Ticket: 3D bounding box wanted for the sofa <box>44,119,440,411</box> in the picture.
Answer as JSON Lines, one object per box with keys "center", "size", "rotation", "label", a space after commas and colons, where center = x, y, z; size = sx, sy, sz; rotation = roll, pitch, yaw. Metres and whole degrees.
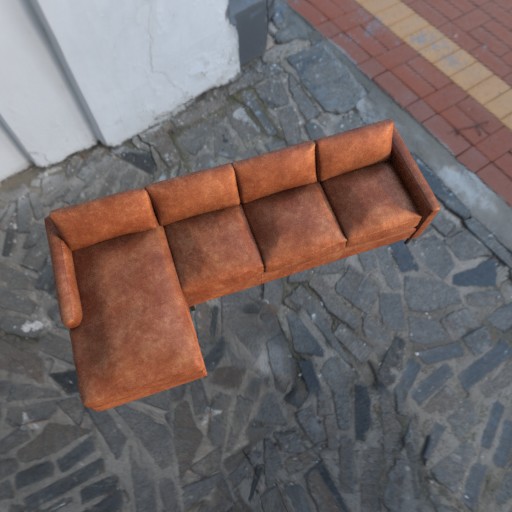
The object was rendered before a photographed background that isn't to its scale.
{"center": [0.000, 0.000, 3.531], "size": [2.993, 0.859, 1.471], "rotation": [-17, 67, -8], "label": "sofa"}
